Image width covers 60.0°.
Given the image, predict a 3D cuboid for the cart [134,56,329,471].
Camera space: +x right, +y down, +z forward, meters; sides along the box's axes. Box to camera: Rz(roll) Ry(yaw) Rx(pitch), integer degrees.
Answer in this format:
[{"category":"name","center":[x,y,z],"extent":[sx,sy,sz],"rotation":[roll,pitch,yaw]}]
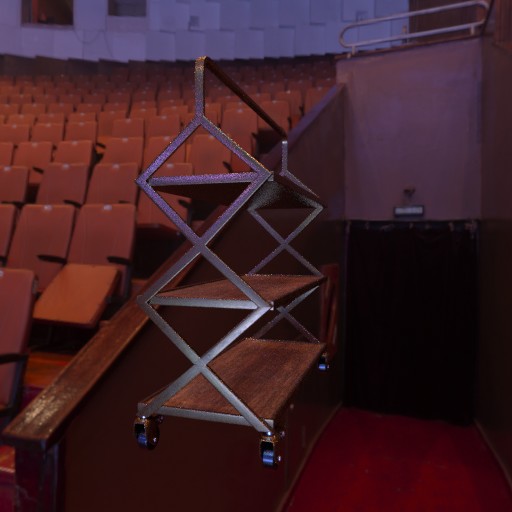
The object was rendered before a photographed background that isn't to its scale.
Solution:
[{"category":"cart","center":[0.000,0.000,1.197],"extent":[0.313,0.805,0.723],"rotation":[1,2,18]}]
